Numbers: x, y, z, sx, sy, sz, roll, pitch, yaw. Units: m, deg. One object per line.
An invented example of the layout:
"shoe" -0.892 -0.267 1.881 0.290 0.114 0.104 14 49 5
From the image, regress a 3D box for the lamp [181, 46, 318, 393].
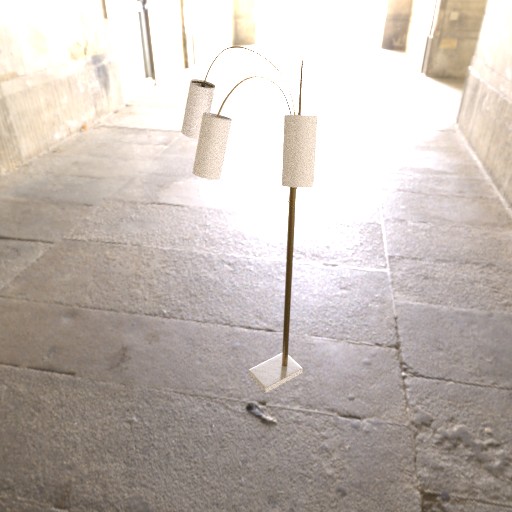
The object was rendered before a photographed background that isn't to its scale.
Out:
"lamp" 0.000 0.000 2.450 0.667 2.055 1.020 -20 37 -29
